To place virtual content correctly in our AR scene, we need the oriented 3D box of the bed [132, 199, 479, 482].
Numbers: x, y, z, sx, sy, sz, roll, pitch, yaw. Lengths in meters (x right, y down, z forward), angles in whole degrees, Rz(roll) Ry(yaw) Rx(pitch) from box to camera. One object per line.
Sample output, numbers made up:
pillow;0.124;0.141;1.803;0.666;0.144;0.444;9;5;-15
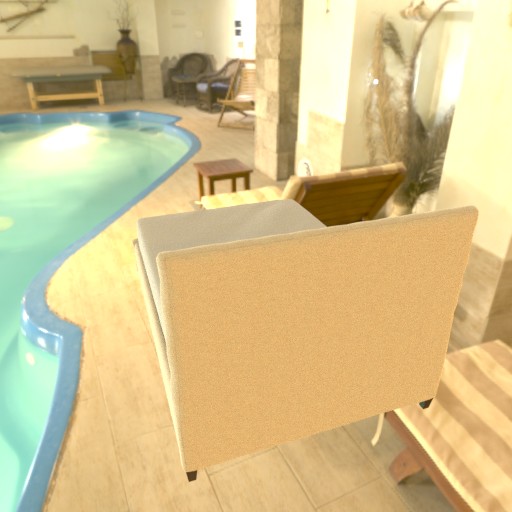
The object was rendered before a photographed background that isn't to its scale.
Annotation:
bed;0.000;0.000;3.371;1.698;1.427;2.387;-9;29;-17
